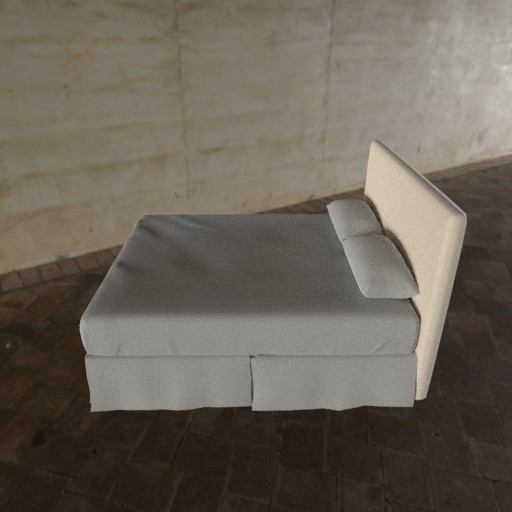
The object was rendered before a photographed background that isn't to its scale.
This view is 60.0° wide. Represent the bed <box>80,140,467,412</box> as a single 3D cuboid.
[{"bbox_3d":[0.000,0.000,3.234,2.142,1.330,1.748,0,27,0],"label":"bed"}]
